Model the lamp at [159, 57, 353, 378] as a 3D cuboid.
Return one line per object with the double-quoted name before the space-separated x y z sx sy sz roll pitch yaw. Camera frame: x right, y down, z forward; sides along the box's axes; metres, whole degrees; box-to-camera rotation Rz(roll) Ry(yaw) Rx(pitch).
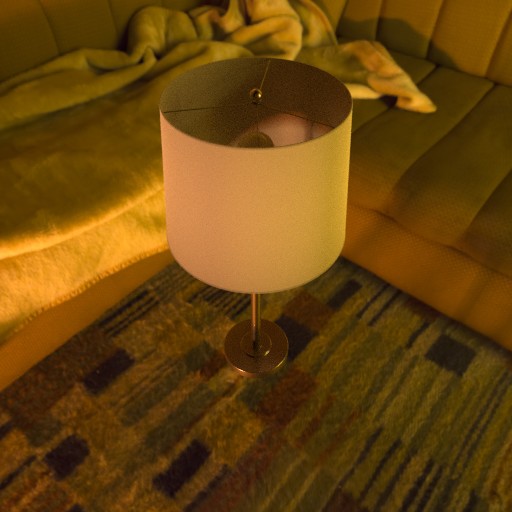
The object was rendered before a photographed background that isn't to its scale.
"lamp" 0.000 0.000 0.894 0.333 0.696 0.333 0 46 0
